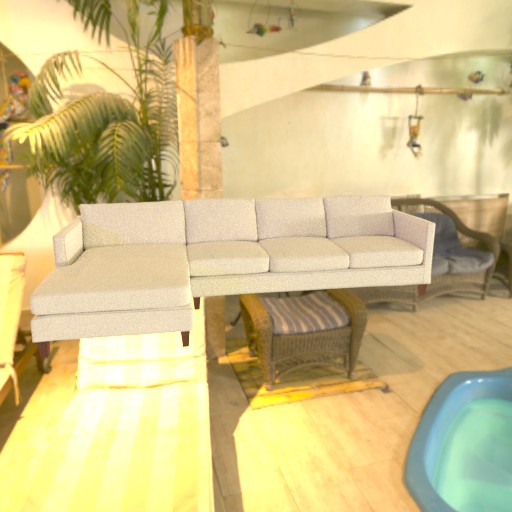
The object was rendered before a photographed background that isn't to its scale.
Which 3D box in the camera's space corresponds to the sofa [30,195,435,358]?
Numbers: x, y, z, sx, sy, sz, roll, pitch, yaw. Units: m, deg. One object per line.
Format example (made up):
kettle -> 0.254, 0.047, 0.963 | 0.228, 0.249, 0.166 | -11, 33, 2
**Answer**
sofa -> 0.000, 0.000, 3.782 | 3.186, 0.846, 1.625 | -3, 15, -10
